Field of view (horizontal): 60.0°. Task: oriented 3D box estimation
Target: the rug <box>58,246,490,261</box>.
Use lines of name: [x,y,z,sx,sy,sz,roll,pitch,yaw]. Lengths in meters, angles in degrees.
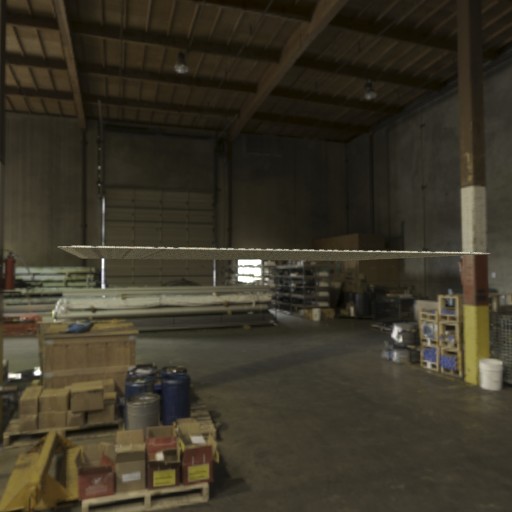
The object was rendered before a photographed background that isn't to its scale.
rug: [0.000,0.000,2.038,1.556,0.006,1.146,1,-2,-18]
